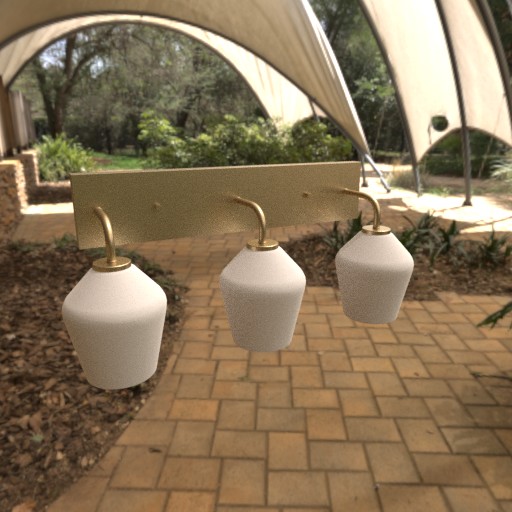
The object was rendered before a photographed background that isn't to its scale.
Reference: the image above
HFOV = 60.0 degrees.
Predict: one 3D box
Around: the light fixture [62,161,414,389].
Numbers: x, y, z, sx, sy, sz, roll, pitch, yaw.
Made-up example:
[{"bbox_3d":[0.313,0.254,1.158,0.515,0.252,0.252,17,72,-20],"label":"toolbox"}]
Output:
[{"bbox_3d":[0.000,0.000,0.739,0.609,0.280,0.190,-8,18,-25],"label":"light fixture"}]
